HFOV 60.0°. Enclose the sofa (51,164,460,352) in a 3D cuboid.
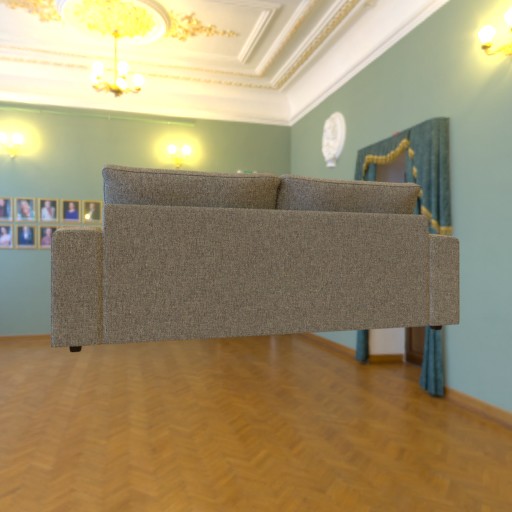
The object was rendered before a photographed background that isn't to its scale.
[{"bbox_3d":[0.000,0.000,2.860,2.299,0.922,1.040,0,0,-18],"label":"sofa"}]
